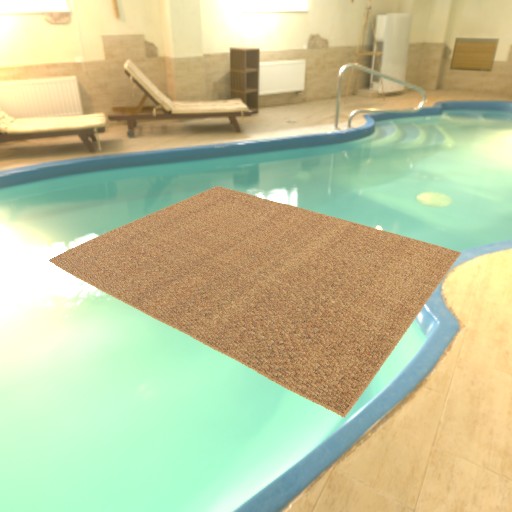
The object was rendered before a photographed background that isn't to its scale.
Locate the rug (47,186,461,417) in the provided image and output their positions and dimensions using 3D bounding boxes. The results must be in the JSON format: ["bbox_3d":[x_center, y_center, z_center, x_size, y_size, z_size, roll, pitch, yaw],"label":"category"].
[{"bbox_3d":[0.000,0.000,4.127,3.048,0.013,2.439,20,35,31],"label":"rug"}]
